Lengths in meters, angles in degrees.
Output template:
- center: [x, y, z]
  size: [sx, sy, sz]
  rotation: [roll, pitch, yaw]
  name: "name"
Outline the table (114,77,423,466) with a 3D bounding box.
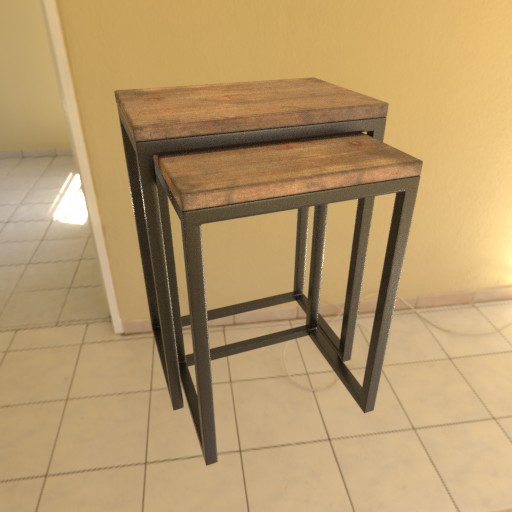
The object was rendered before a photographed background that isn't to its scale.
- center: [0.000, 0.000, 0.930]
  size: [0.456, 0.615, 0.460]
  rotation: [-10, 32, -16]
  name: "table"
